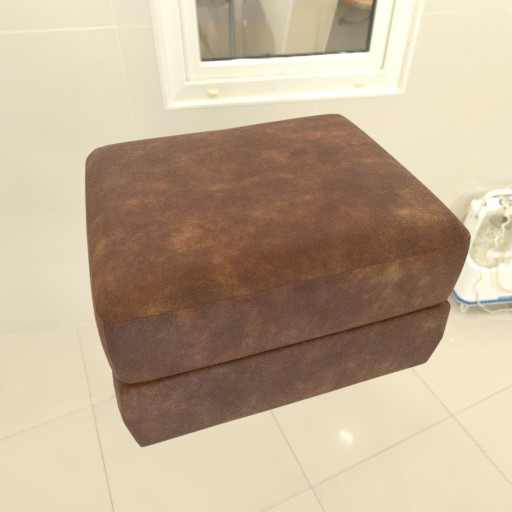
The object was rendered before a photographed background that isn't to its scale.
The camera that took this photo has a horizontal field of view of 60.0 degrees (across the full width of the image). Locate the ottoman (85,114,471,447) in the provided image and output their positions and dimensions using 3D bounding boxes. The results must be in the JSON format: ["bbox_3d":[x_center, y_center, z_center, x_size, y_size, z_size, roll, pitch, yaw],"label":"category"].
[{"bbox_3d":[0.000,0.000,1.091,0.751,0.476,0.603,-12,43,-13],"label":"ottoman"}]
